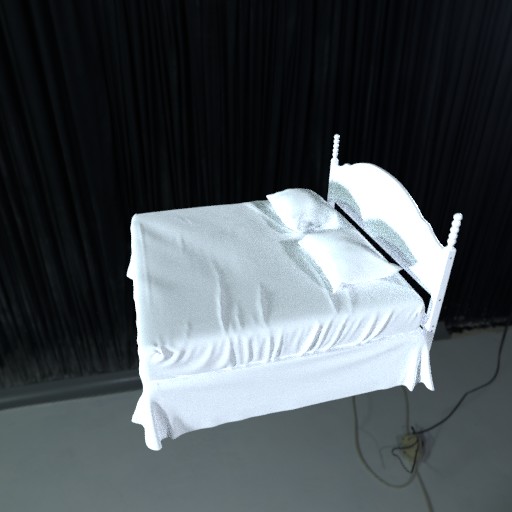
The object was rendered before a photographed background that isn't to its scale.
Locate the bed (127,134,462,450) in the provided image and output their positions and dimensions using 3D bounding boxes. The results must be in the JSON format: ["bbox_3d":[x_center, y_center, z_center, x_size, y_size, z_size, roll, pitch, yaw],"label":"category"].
[{"bbox_3d":[0.000,0.000,3.657,2.219,1.355,2.322,-8,32,-13],"label":"bed"}]
